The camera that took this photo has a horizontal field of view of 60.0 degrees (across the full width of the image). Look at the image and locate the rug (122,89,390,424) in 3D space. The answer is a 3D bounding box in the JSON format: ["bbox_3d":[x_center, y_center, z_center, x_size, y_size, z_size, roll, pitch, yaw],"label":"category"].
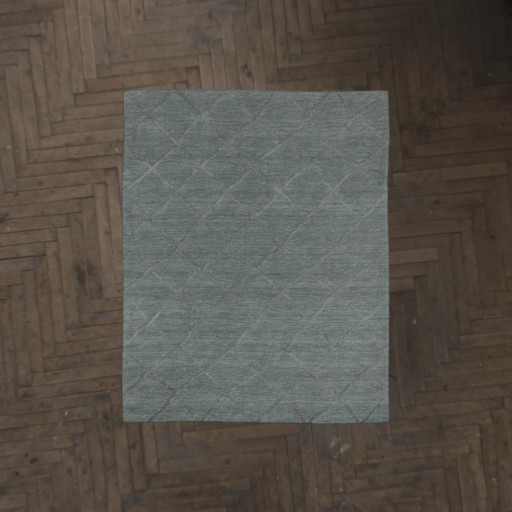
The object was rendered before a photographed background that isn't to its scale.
[{"bbox_3d":[0.000,0.000,4.032,2.438,0.013,3.048,0,89,0],"label":"rug"}]
